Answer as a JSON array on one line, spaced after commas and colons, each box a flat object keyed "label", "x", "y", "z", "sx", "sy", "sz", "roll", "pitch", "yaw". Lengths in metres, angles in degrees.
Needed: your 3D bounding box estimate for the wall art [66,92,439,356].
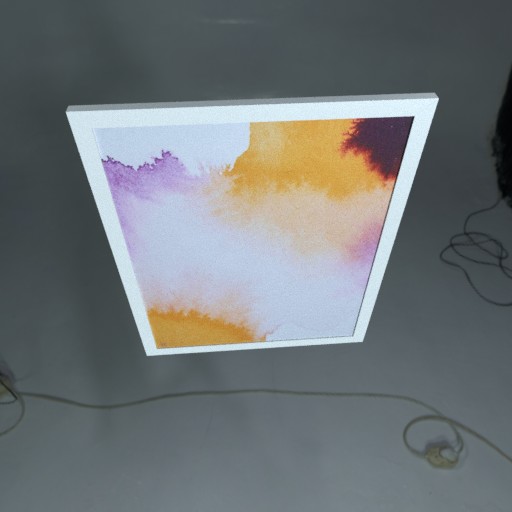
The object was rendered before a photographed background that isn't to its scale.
[{"label": "wall art", "x": 0.000, "y": 0.000, "z": 0.620, "sx": 0.382, "sy": 0.456, "sz": 0.013, "roll": -3, "pitch": 46, "yaw": -3}]
